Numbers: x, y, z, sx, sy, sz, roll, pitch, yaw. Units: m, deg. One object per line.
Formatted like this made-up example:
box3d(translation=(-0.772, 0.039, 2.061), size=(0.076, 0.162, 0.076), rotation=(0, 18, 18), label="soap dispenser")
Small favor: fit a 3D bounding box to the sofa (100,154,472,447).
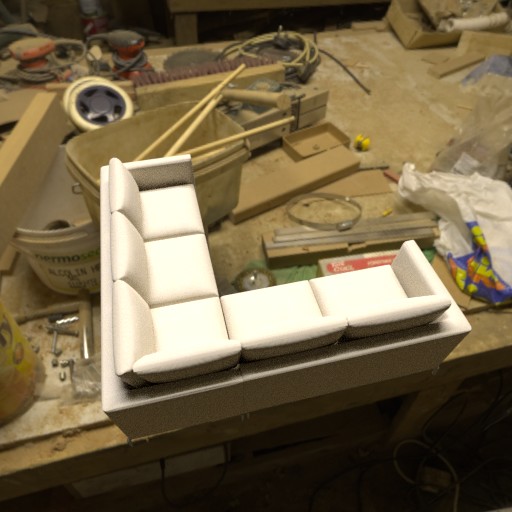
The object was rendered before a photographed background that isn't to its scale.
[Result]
box3d(translation=(0.000, 0.000, 3.742), size=(2.430, 0.867, 2.448), rotation=(-10, 49, -9), label="sofa")
